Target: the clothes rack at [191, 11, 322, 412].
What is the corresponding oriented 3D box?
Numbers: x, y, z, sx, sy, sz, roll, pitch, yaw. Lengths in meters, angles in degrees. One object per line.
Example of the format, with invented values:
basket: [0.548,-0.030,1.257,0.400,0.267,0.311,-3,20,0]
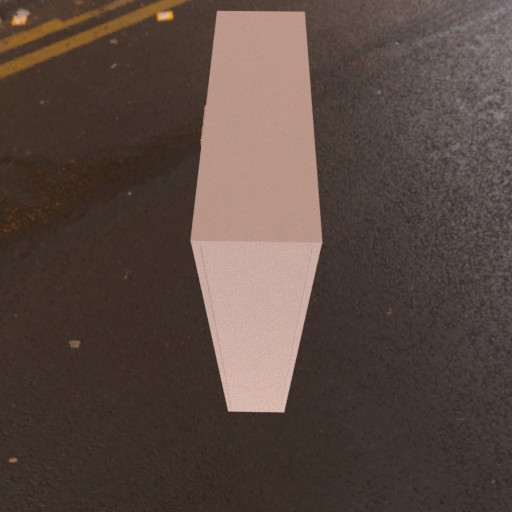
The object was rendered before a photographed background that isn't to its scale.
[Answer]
clothes rack: [0.000,0.000,1.534,0.250,1.280,0.750,1,58,1]
